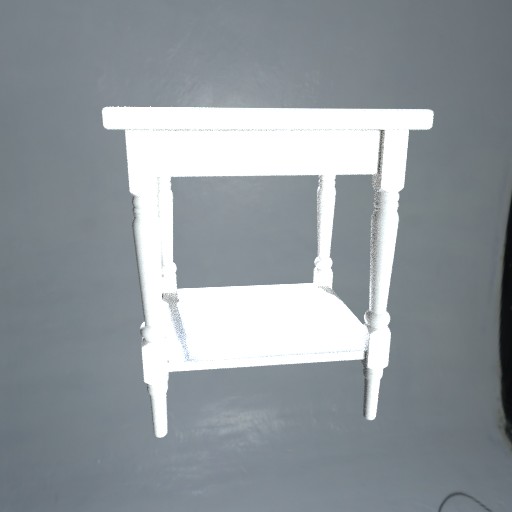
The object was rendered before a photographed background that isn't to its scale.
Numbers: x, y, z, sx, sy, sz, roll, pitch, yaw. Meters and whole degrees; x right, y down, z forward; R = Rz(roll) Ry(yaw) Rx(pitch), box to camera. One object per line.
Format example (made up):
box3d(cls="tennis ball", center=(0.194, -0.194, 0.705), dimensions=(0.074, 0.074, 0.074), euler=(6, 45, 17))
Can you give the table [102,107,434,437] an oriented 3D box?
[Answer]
box3d(cls="table", center=(0.000, 0.000, 0.927), dimensions=(0.488, 0.565, 0.442), euler=(-2, 16, -7))
